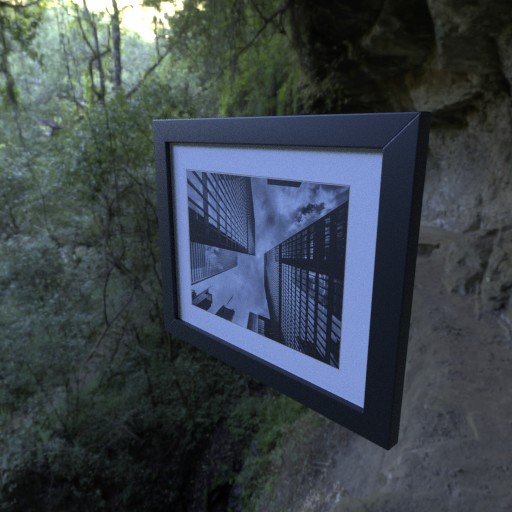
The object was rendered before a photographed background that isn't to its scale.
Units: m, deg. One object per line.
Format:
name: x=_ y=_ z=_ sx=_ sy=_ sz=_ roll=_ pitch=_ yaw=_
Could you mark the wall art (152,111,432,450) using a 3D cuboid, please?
wall art: x=0.000 y=0.000 z=0.761 sx=0.031 sy=0.457 sz=0.558 roll=-15 pitch=22 yaw=-43
